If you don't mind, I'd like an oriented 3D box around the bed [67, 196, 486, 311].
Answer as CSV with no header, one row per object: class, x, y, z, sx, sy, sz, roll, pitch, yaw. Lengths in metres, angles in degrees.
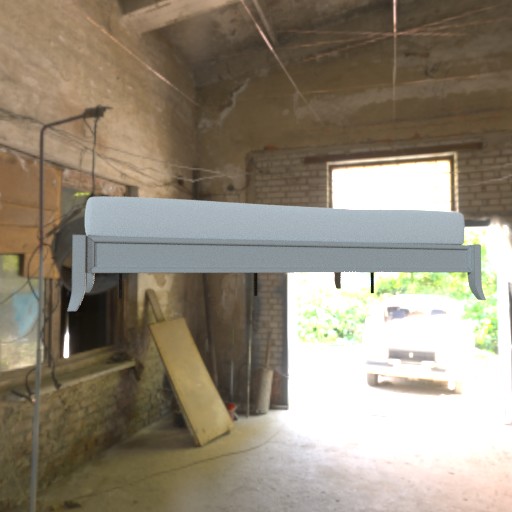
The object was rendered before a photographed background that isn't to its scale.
bed,0.000,0.000,2.843,2.108,0.510,1.604,1,-2,-19
